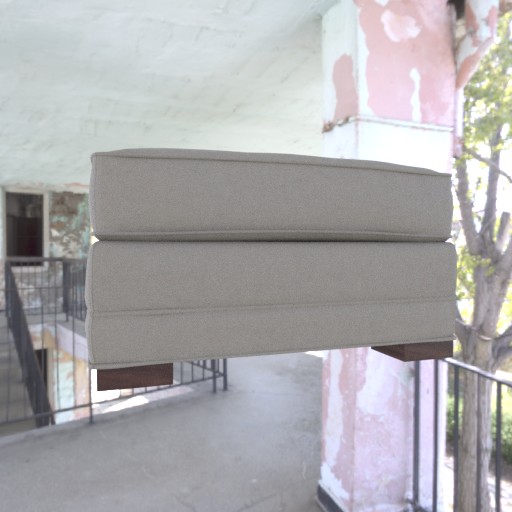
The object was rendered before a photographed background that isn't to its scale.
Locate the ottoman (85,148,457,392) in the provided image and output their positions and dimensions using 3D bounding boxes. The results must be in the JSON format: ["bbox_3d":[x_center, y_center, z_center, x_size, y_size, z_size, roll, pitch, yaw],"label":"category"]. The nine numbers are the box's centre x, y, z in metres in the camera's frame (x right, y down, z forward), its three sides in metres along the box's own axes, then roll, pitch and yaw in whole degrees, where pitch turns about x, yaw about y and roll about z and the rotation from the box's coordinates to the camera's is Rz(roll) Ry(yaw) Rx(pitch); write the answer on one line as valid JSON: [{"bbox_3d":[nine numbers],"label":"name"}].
[{"bbox_3d":[0.000,0.000,1.197,0.848,0.482,0.611,0,1,-18],"label":"ottoman"}]
